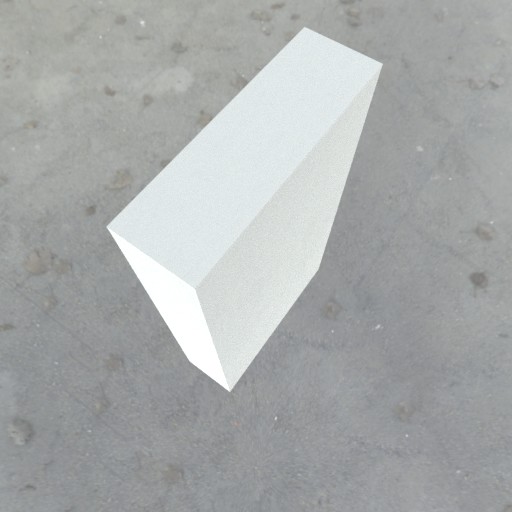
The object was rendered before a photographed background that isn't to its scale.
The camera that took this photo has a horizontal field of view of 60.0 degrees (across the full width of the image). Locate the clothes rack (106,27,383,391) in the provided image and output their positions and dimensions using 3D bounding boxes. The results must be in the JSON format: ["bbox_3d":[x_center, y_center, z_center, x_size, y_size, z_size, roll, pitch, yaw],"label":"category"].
[{"bbox_3d":[0.000,0.000,1.596,0.250,1.280,0.750,33,69,15],"label":"clothes rack"}]
